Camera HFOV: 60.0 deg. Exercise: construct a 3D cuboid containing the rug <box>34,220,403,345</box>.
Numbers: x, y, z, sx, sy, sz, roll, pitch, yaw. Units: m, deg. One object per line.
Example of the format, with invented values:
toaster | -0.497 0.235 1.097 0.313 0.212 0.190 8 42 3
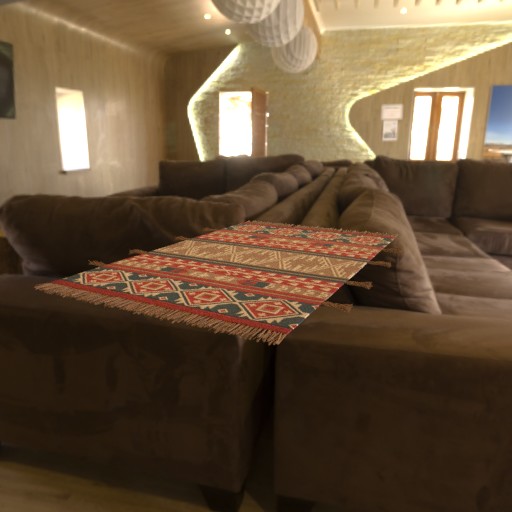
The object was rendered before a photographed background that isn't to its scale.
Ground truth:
rug | 0.000 0.000 2.584 1.469 0.040 2.025 8 16 27
